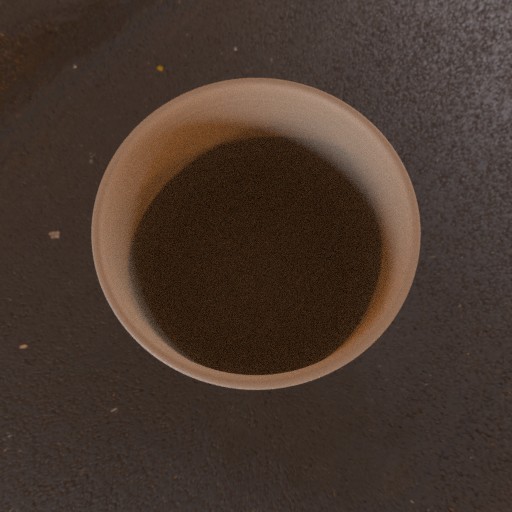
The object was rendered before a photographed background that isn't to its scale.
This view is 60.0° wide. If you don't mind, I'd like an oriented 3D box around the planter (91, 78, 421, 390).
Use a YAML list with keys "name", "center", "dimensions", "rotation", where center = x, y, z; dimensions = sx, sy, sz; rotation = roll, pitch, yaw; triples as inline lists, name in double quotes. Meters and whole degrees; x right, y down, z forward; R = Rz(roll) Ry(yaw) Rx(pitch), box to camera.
- name: "planter"
  center: [0.000, 0.000, 0.219]
  dimensions: [0.124, 0.109, 0.124]
  rotation: [0, 75, 0]
